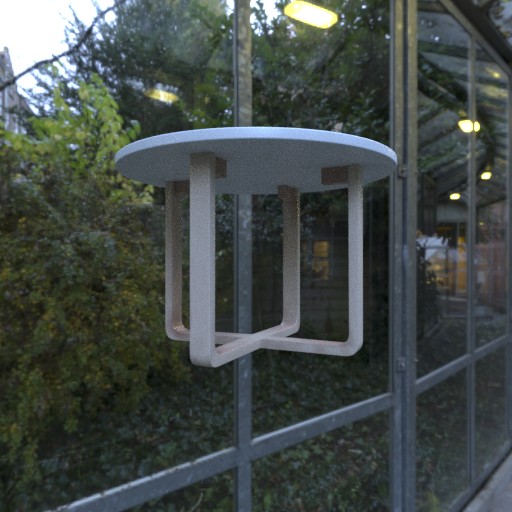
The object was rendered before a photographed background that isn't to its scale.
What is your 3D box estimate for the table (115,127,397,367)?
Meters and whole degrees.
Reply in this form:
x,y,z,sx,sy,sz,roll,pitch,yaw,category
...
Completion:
x,y,z,sx,sy,sz,roll,pitch,yaw,category
0.000,0.000,0.989,0.600,0.400,0.600,0,0,0,table
